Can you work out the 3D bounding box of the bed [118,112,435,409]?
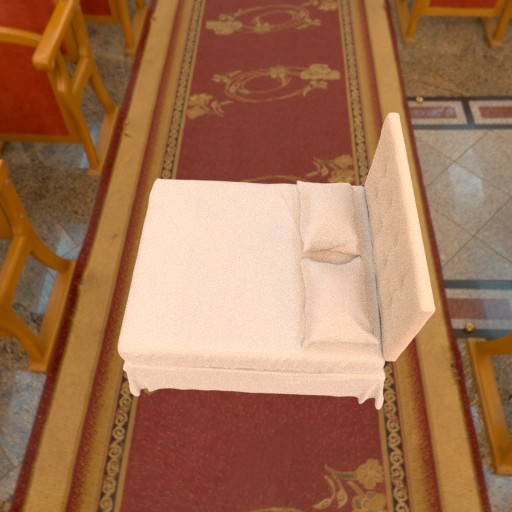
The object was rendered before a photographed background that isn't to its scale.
[{"bbox_3d":[0.000,0.000,3.535,2.222,1.577,1.936,2,58,1],"label":"bed"}]
